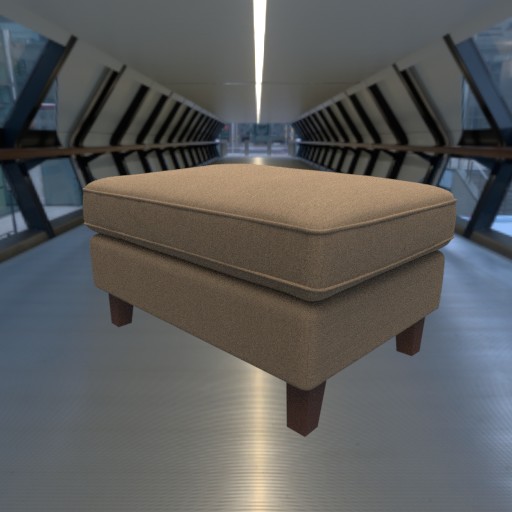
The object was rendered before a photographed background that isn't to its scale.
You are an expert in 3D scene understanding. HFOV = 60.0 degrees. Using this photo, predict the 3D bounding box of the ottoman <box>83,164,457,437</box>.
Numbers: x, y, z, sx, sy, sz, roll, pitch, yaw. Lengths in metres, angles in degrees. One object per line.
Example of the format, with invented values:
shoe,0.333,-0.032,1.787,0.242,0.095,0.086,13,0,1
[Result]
ottoman,0.000,0.000,1.318,0.945,0.521,0.636,15,21,43
